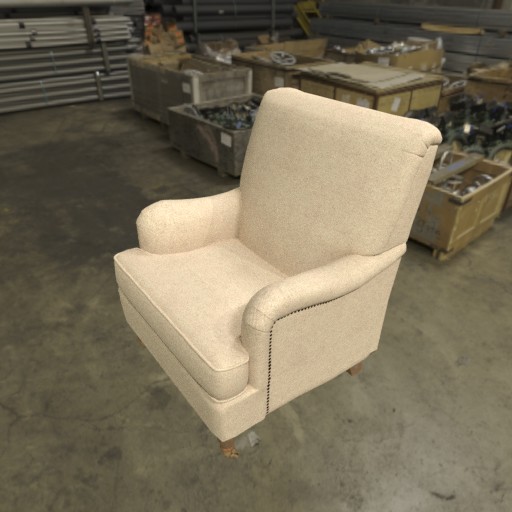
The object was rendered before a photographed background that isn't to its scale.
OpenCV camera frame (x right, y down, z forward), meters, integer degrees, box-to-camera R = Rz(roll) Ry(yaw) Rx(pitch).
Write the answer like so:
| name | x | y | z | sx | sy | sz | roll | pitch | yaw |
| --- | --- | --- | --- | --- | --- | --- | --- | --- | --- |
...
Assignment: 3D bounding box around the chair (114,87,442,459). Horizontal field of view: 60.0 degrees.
| name | x | y | z | sx | sy | sz | roll | pitch | yaw |
| --- | --- | --- | --- | --- | --- | --- | --- | --- | --- |
| chair | 0.000 | 0.000 | 1.804 | 0.953 | 1.119 | 0.879 | -22 | 38 | -31 |
